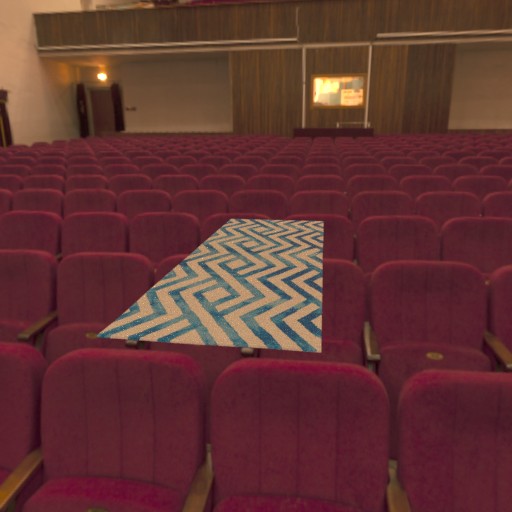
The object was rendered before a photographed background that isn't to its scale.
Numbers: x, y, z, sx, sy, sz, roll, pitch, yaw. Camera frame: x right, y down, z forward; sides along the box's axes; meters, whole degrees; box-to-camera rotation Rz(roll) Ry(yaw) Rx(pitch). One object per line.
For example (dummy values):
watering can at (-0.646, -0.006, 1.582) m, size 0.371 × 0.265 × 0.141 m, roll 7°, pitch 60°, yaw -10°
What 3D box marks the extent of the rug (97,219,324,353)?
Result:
rug at (0.000, 0.000, 1.676) m, size 0.503 × 0.007 × 1.492 m, roll 2°, pitch 15°, yaw 8°
